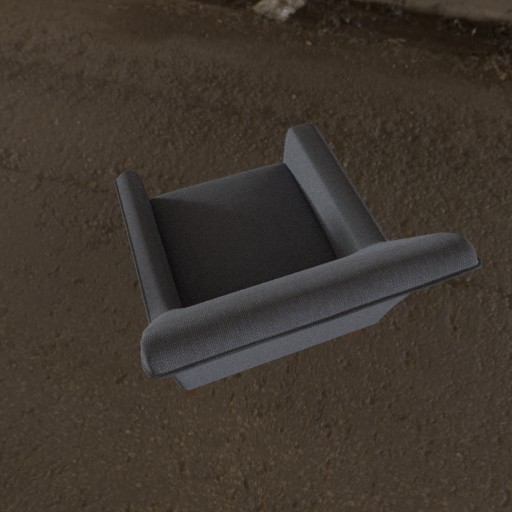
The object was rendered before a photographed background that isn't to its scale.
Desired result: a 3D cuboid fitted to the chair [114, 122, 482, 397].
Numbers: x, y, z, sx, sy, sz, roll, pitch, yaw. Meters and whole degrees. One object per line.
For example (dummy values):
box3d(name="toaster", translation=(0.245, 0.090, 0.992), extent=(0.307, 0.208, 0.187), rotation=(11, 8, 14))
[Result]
box3d(name="chair", translation=(0.000, 0.000, 1.506), extent=(0.780, 0.919, 0.899), rotation=(-17, 60, -10))
